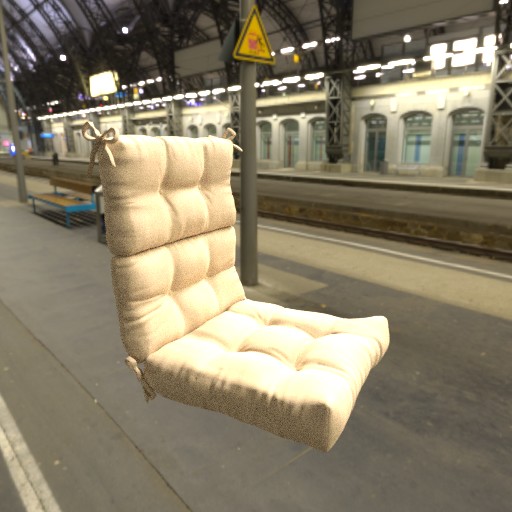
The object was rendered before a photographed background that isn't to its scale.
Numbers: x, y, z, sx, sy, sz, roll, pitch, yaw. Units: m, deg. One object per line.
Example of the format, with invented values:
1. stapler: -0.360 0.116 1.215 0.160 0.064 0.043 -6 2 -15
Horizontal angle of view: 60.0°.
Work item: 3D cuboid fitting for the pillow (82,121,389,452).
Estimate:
1. pillow: 0.000 0.000 1.048 0.571 0.605 0.519 7 16 27
